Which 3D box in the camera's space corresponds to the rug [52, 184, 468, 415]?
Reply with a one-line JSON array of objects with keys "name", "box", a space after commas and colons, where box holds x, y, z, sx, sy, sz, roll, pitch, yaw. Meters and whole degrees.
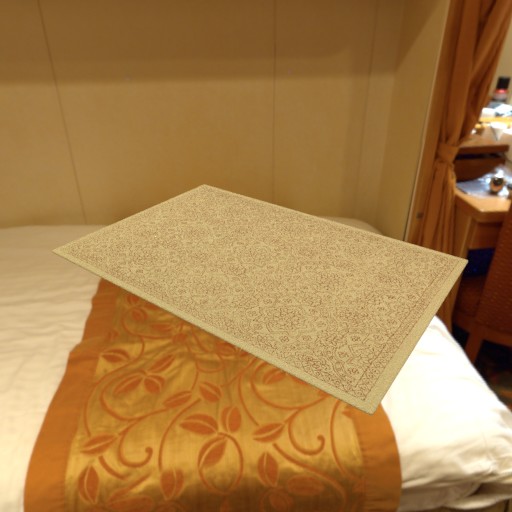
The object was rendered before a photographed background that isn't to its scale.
[{"name": "rug", "box": [0.000, 0.000, 2.331, 1.829, 0.010, 1.219, 20, 36, 31]}]
